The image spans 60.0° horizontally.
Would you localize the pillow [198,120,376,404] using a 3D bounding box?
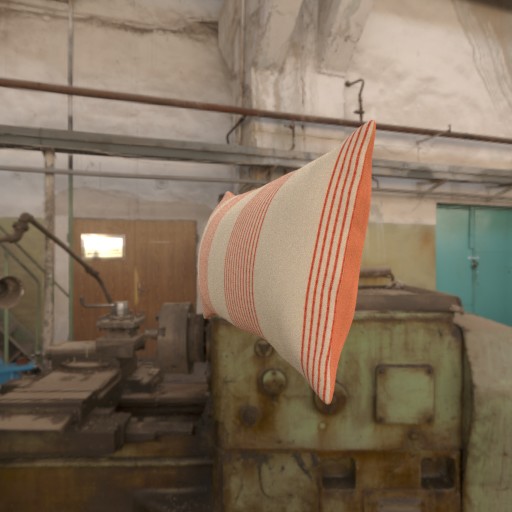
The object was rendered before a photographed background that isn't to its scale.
[{"bbox_3d":[0.000,0.000,0.731,0.156,0.292,0.608,0,1,-18],"label":"pillow"}]
